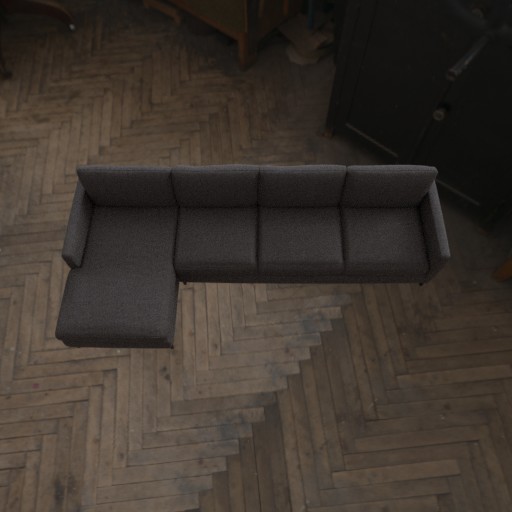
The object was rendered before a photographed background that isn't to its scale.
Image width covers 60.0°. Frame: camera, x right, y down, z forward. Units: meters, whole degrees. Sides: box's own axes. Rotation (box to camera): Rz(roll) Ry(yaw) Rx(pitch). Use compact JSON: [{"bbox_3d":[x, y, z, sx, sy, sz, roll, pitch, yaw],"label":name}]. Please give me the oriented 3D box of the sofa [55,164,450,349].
[{"bbox_3d":[0.000,0.000,3.242,2.731,0.754,1.258,0,64,0],"label":"sofa"}]
